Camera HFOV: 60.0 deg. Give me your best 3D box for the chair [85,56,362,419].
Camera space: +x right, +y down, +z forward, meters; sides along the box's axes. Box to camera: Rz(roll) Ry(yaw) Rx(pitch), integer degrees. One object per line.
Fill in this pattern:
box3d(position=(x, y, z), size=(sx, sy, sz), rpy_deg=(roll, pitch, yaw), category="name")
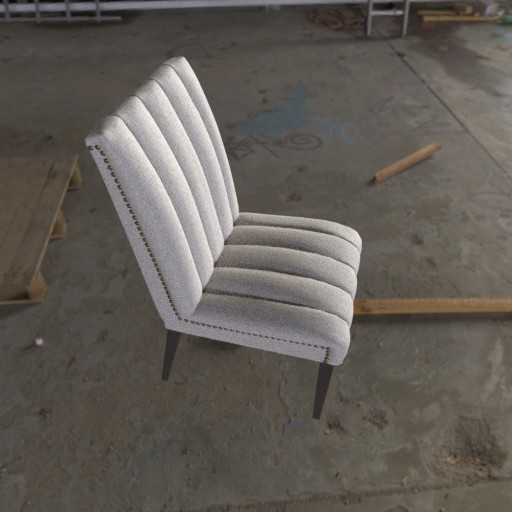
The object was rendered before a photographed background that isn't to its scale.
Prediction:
box3d(position=(0.000, 0.000, 1.390), size=(0.647, 1.016, 0.511), rpy_deg=(10, 45, 10), category="chair")
